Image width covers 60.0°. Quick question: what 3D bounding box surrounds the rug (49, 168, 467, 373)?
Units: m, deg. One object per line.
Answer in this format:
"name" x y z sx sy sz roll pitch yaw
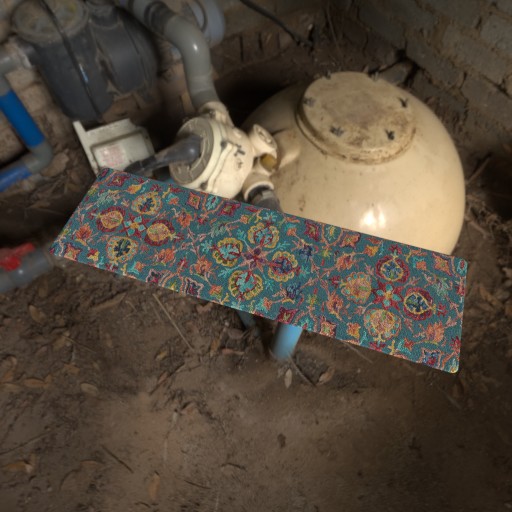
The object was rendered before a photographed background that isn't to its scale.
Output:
"rug" 0.000 0.000 2.516 2.286 0.013 0.686 15 60 9
